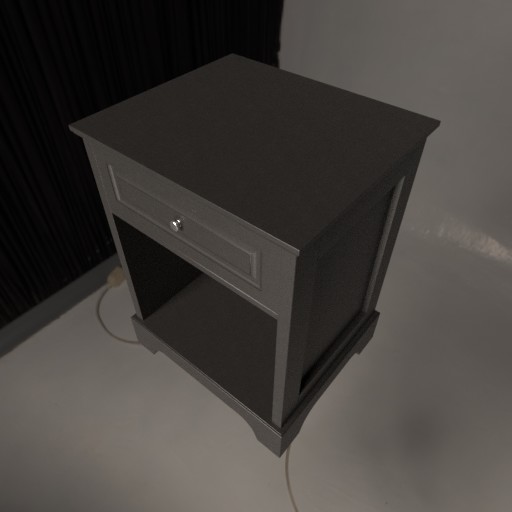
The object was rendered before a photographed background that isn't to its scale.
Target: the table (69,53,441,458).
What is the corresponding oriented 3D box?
[{"bbox_3d":[0.000,0.000,0.936,0.460,0.610,0.399,30,52,27],"label":"table"}]
